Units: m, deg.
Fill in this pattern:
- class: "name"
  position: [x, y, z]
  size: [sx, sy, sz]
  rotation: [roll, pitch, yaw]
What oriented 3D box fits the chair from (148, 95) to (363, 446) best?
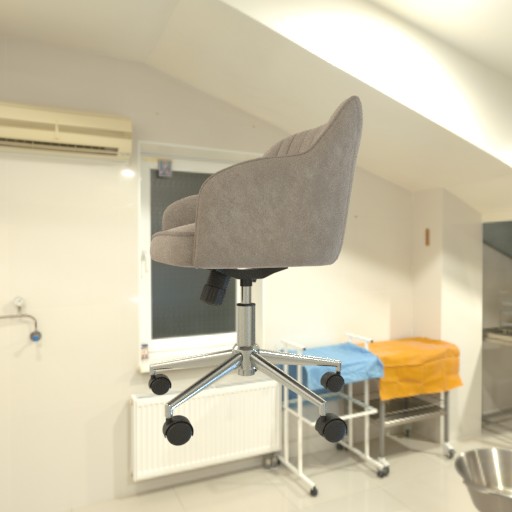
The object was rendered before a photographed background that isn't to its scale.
- class: "chair"
  position: [0.000, 0.000, 1.259]
  size: [0.573, 0.831, 0.635]
  rotation: [0, 1, -19]
